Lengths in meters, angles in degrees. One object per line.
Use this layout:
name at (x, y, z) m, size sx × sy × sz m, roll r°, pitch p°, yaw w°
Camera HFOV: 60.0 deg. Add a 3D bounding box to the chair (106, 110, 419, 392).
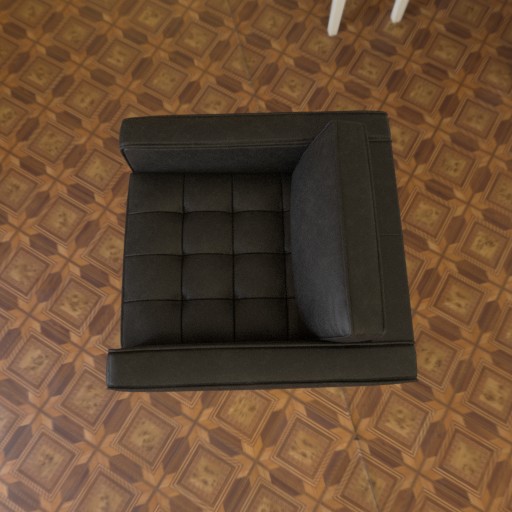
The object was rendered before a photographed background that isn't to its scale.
chair at (0.000, 0.000, 1.549) m, size 0.914 × 0.763 × 0.889 m, roll -2°, pitch 75°, yaw 0°
